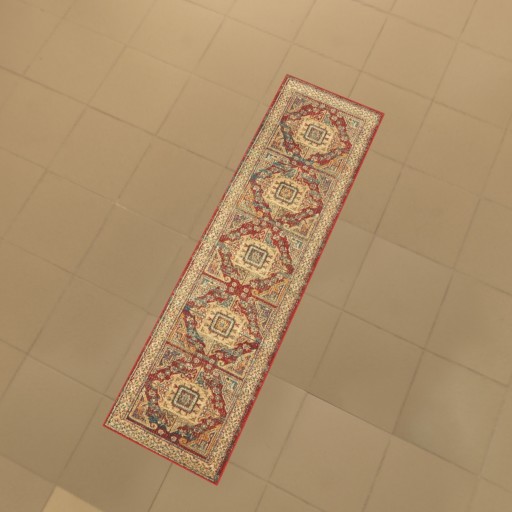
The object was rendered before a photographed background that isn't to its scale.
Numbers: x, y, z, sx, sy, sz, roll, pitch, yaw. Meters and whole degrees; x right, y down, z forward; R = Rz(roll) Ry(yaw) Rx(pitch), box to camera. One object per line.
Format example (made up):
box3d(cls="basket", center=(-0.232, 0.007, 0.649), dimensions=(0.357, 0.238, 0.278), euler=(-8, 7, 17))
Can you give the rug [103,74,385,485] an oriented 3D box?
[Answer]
box3d(cls="rug", center=(0.000, 0.000, 2.487), dimensions=(0.659, 0.015, 2.292), euler=(25, 77, 6))
